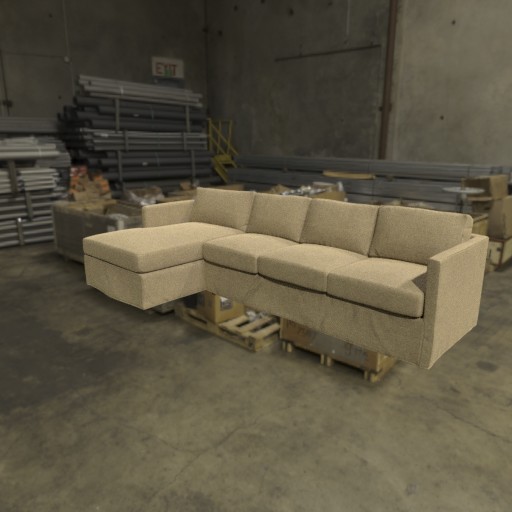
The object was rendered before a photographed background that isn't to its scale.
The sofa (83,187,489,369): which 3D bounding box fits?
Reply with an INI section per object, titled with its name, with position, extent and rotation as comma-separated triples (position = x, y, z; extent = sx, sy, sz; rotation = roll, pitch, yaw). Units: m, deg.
[sofa]
position = 0.000, 0.000, 3.800
extent = 3.198, 0.920, 1.638
rotation = 14, 20, 42
